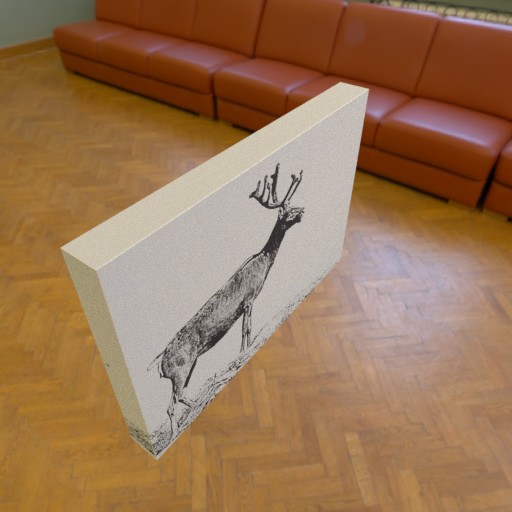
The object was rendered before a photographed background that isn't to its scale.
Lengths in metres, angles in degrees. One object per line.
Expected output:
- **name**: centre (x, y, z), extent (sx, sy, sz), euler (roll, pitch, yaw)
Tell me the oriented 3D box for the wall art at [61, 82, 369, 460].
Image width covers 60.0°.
- **wall art**: centre (0.000, 0.000, 0.483), extent (0.038, 0.259, 0.381), euler (26, 47, 27)
